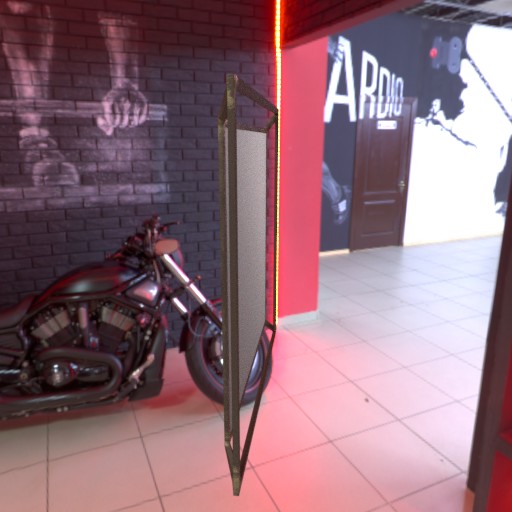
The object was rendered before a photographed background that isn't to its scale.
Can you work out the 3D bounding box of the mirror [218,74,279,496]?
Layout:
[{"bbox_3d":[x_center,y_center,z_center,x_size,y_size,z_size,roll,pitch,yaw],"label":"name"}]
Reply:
[{"bbox_3d":[0.000,0.000,0.903,0.032,0.610,0.610,2,15,8],"label":"mirror"}]
